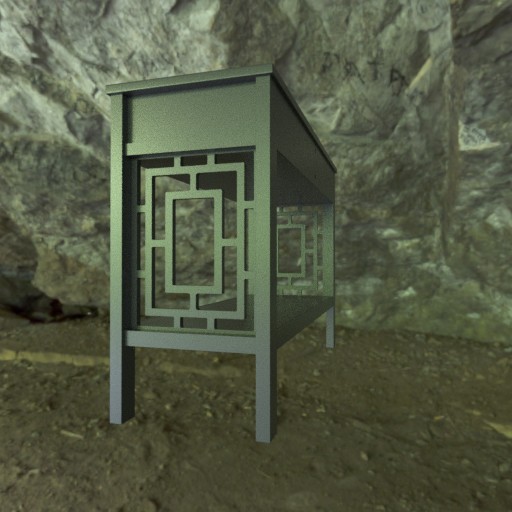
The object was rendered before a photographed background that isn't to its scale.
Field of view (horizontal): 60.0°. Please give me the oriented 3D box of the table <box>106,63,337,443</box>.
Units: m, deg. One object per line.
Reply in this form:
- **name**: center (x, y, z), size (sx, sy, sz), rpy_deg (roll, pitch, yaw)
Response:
- **table**: center (0.000, 0.000, 1.439), size (0.397, 0.753, 1.068), rpy_deg (0, -1, 17)
